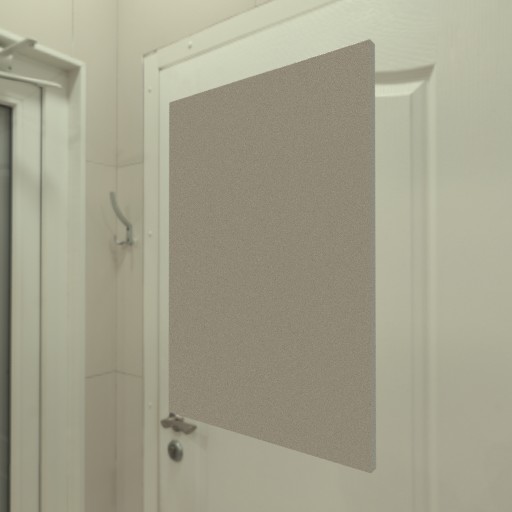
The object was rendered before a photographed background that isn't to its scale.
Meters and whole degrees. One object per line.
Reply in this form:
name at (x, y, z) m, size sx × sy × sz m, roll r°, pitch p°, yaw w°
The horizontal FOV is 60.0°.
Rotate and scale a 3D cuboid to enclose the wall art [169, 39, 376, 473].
wall art at (0.000, 0.000, 1.462) m, size 0.808 × 1.183 × 0.038 m, roll 0°, pitch -1°, yaw 37°
